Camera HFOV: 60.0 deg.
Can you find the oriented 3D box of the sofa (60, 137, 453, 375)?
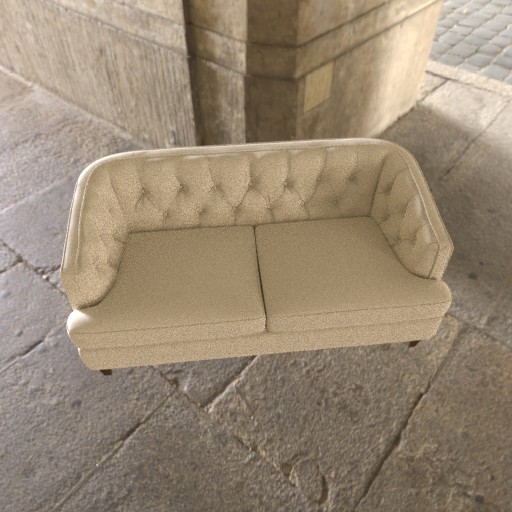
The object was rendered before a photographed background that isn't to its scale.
[{"bbox_3d":[0.000,0.000,2.298,1.733,0.855,0.941,-4,47,-4],"label":"sofa"}]
